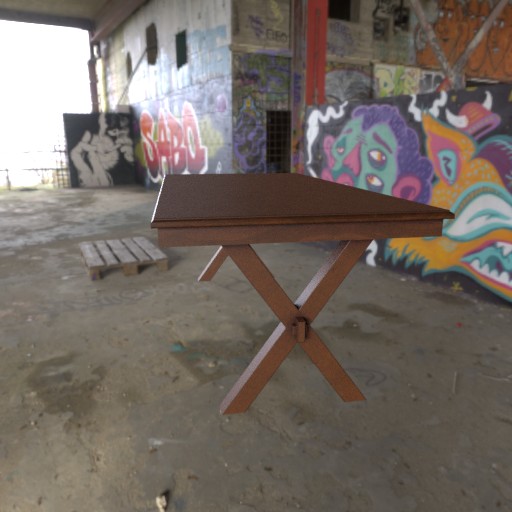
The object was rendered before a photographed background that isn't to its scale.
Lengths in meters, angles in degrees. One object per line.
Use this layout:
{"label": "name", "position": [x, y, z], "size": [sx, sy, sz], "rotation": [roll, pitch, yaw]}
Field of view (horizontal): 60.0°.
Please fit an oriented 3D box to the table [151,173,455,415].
{"label": "table", "position": [0.000, 0.000, 1.462], "size": [0.594, 0.459, 1.197], "rotation": [-3, 14, -10]}
